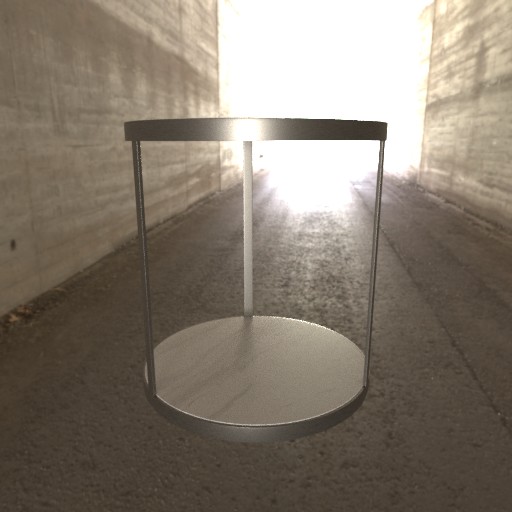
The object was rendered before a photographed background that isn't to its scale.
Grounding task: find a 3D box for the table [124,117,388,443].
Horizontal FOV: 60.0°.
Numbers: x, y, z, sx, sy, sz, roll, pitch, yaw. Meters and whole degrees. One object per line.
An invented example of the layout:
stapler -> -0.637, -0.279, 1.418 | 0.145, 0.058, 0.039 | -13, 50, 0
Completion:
table -> 0.000, 0.000, 0.836 | 0.445, 0.479, 0.445 | 0, 15, 0
